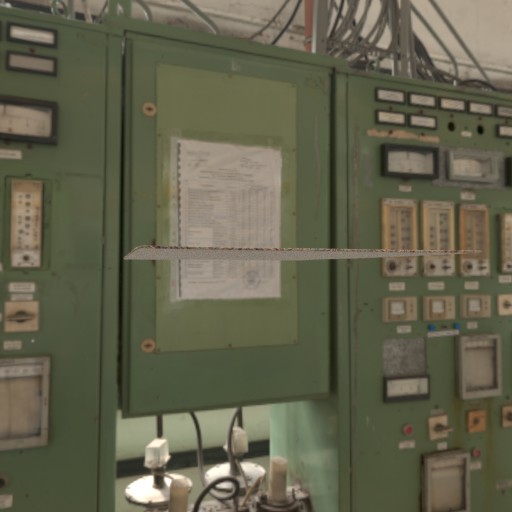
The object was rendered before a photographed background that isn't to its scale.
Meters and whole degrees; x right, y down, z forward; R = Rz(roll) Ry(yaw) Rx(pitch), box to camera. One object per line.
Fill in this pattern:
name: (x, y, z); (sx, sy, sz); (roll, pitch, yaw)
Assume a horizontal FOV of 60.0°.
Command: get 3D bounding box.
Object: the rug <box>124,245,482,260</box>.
rug: (0.000, 0.000, 4.362); (2.436, 0.024, 3.226); (1, -2, -18)
